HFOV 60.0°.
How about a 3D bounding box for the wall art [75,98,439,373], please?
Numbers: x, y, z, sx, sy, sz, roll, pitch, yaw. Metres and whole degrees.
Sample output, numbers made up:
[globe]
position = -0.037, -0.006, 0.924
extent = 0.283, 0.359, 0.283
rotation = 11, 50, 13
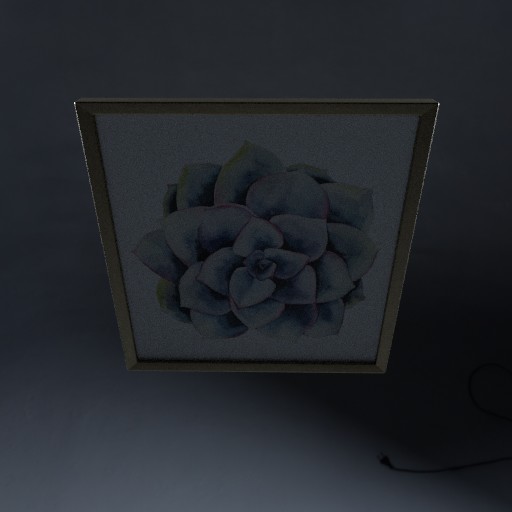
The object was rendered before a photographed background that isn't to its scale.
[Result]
[wall art]
position = 0.000, 0.000, 0.750
extent = 0.503, 0.506, 0.030
rotation = 0, 30, 1
